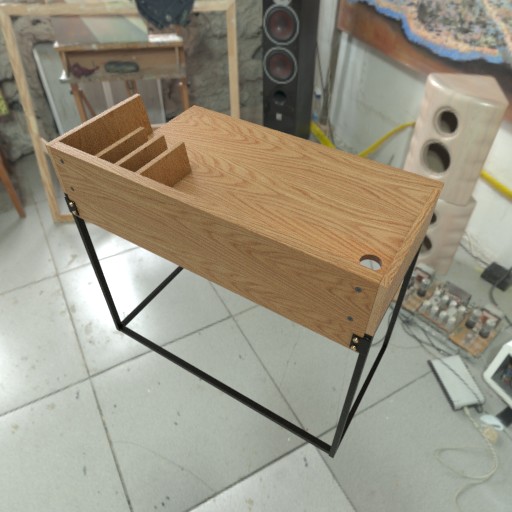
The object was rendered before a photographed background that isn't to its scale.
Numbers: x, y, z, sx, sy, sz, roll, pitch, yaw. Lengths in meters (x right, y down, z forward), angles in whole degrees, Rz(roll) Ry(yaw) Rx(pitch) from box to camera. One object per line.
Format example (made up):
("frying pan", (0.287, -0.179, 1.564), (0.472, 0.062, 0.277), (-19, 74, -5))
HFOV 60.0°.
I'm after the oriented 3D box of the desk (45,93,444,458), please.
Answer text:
("desk", (0.000, 0.000, 1.854), (1.191, 1.061, 0.769), (24, 50, 22))
